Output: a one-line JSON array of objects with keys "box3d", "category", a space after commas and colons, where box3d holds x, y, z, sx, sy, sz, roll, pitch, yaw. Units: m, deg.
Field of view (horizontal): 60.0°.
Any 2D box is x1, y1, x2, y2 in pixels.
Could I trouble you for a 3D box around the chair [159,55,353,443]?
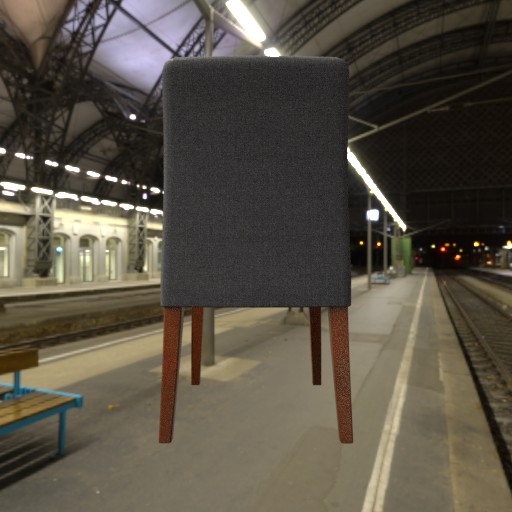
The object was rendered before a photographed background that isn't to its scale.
[{"box3d": [0.000, 0.000, 1.362, 0.508, 0.952, 0.655, 0, -1, 0], "category": "chair"}]
